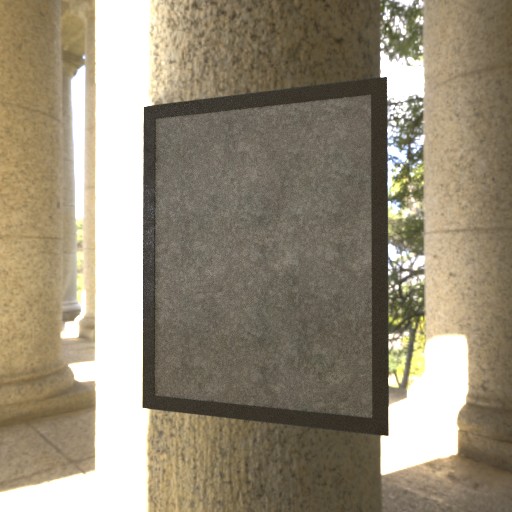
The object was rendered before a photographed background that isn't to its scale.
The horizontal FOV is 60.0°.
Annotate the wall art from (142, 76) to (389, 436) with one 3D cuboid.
[{"bbox_3d":[0.000,0.000,1.340,0.767,0.983,0.030,0,-1,18],"label":"wall art"}]
